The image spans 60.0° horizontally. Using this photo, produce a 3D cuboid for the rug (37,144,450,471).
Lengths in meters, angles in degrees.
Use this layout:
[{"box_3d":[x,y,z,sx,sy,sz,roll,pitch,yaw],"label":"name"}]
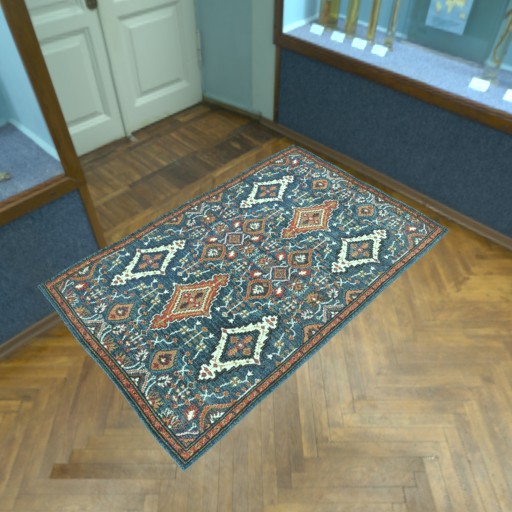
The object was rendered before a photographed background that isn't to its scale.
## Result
[{"box_3d":[0.000,0.000,2.306,1.847,0.014,1.195,-34,55,-28],"label":"rug"}]
